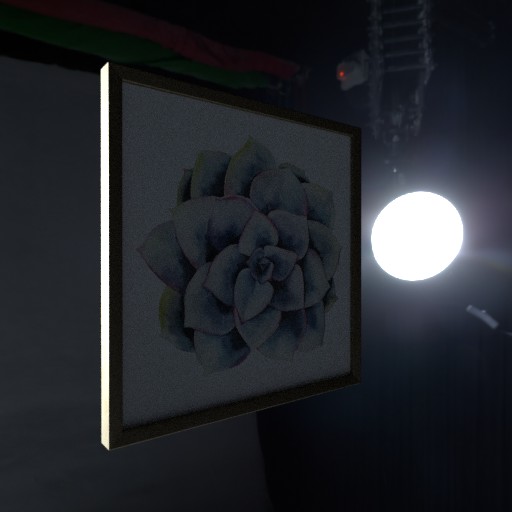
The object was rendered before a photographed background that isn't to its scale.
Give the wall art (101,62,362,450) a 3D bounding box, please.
[{"bbox_3d":[0.000,0.000,0.739,0.503,0.506,0.030,0,0,-37],"label":"wall art"}]
